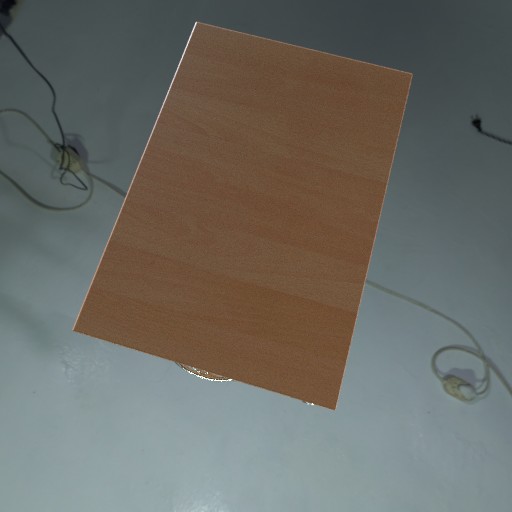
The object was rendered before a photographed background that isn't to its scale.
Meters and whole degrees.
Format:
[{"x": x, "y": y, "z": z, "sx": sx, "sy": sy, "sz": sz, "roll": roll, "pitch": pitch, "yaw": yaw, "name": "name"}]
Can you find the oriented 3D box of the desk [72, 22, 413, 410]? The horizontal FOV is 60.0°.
[{"x": 0.000, "y": 0.000, "z": 1.072, "sx": 0.404, "sy": 0.730, "sz": 0.600, "roll": 16, "pitch": 75, "yaw": 4, "name": "desk"}]
